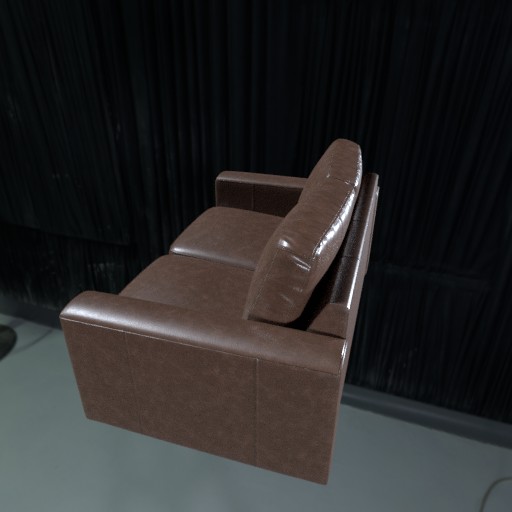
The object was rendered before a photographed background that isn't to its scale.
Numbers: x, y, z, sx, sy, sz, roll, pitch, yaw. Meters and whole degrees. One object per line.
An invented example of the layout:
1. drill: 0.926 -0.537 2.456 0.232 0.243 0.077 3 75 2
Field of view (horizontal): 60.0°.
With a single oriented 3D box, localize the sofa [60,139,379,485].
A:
1. sofa: 0.000 0.000 2.128 1.016 0.873 1.616 9 30 15
